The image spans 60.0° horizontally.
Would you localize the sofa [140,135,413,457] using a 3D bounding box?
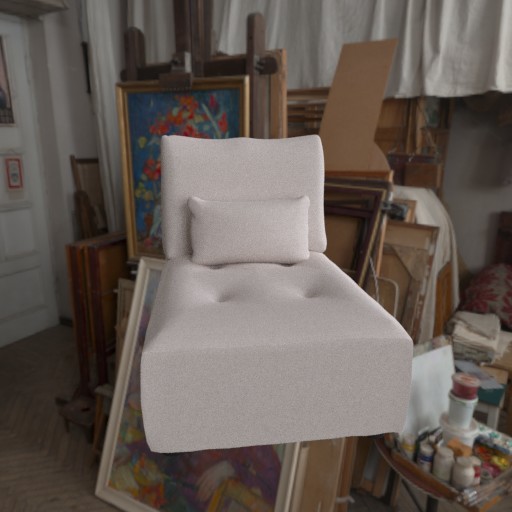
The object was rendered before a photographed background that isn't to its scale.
[{"bbox_3d":[0.000,0.000,1.547,0.700,0.820,1.000,-2,15,-7],"label":"sofa"}]
